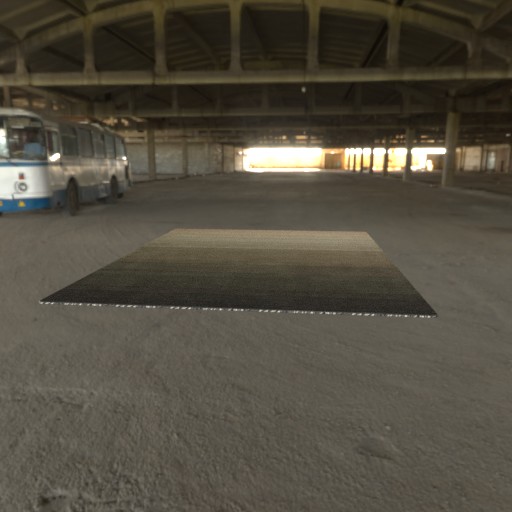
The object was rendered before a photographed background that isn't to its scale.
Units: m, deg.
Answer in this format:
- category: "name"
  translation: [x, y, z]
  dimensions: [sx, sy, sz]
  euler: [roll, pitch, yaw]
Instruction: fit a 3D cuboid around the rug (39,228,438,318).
- category: "rug"
  translation: [0.000, 0.000, 3.913]
  dimensions: [2.306, 0.017, 2.902]
  euler: [1, 12, 6]
